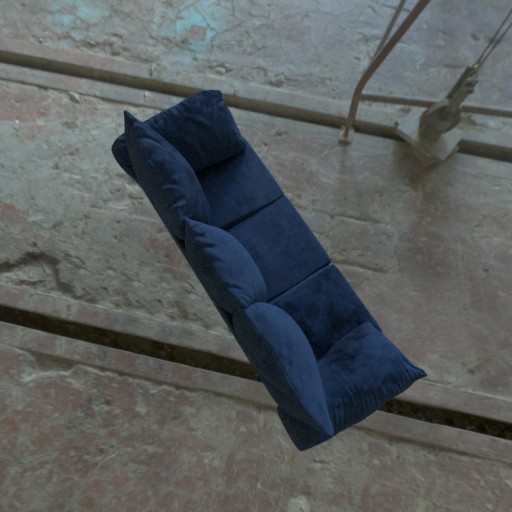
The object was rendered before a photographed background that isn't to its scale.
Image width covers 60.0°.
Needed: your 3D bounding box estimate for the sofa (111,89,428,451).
[{"bbox_3d":[0.000,0.000,2.965,0.907,1.091,2.390,-32,77,-8],"label":"sofa"}]
